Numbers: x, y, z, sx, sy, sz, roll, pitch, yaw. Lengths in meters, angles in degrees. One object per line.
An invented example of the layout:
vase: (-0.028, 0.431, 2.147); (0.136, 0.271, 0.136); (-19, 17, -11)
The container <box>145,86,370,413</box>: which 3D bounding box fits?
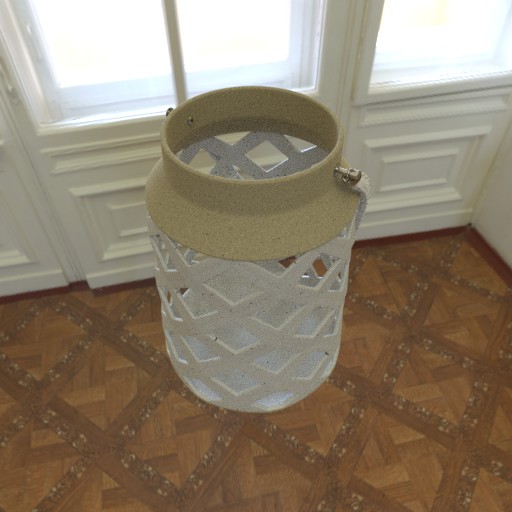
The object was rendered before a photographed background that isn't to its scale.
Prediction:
container: (0.000, 0.000, 0.347); (0.163, 0.229, 0.172); (24, 51, 21)
